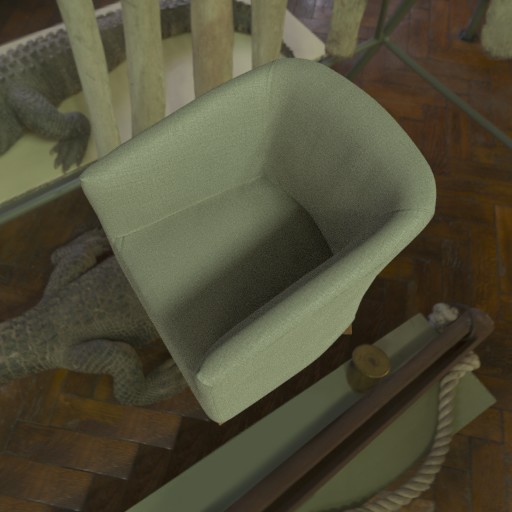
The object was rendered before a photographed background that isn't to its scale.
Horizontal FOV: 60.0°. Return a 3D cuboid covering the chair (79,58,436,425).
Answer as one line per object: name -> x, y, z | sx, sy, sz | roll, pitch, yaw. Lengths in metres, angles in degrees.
chair -> 0.000, 0.000, 1.241 | 0.668, 0.771, 0.600 | -30, 67, -15
